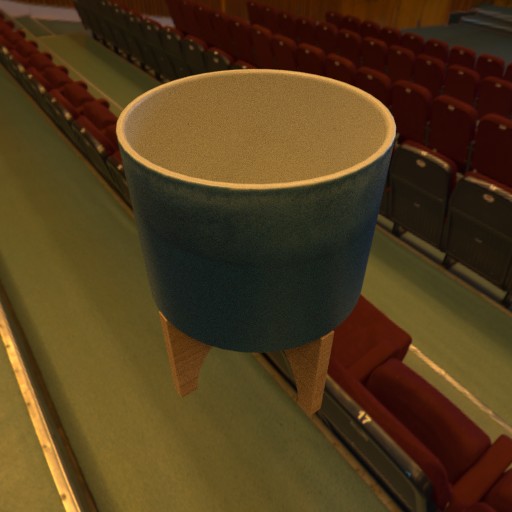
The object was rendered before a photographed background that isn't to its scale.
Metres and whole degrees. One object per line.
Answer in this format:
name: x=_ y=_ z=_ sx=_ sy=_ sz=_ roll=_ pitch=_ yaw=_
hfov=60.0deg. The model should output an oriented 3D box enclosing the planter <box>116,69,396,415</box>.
planter: x=0.000 y=0.000 z=0.398 sx=0.192 sy=0.263 sz=0.192 roll=0 pitch=41 yaw=0
